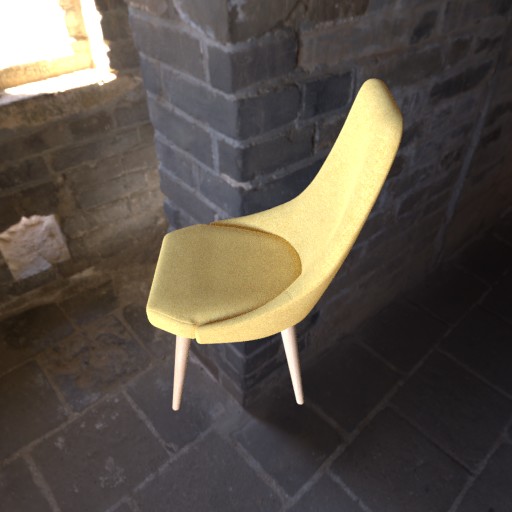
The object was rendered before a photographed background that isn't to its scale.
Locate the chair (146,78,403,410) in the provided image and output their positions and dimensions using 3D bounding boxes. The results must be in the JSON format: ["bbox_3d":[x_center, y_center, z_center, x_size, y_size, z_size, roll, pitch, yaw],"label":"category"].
[{"bbox_3d":[0.000,0.000,1.404,0.660,1.040,0.510,0,42,0],"label":"chair"}]
